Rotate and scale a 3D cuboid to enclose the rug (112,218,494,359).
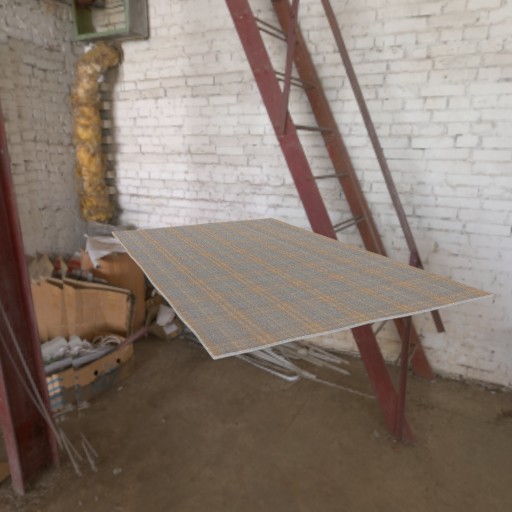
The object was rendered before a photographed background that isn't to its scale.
[{"bbox_3d":[0.000,0.000,3.024,1.545,0.016,2.460,-7,17,-25],"label":"rug"}]
